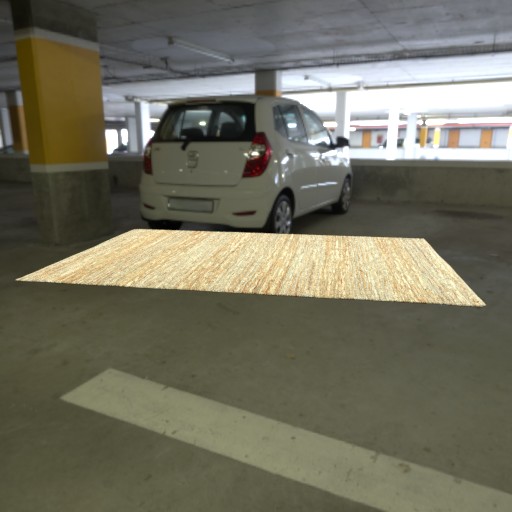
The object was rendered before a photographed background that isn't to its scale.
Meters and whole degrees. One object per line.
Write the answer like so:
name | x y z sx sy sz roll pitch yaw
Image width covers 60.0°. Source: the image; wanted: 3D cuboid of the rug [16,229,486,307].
rug | 0.000 0.000 2.980 2.446 0.009 1.529 2 14 9
